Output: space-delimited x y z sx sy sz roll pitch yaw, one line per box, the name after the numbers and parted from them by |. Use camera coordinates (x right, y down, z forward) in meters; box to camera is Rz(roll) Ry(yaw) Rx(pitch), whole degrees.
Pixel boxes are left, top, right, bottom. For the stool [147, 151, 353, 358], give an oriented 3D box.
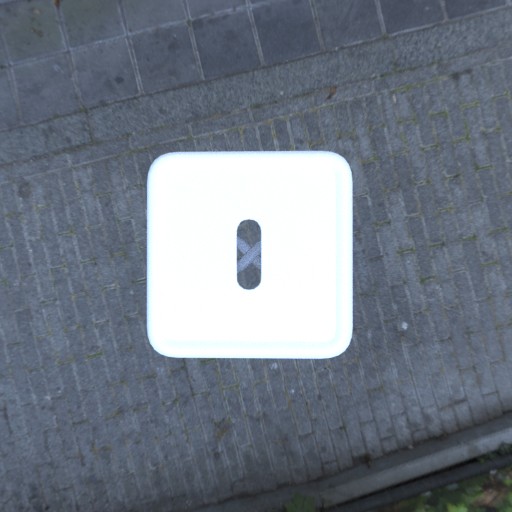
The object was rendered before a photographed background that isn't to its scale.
0.000 0.000 0.899 0.406 0.610 0.406 0 90 2 | stool
